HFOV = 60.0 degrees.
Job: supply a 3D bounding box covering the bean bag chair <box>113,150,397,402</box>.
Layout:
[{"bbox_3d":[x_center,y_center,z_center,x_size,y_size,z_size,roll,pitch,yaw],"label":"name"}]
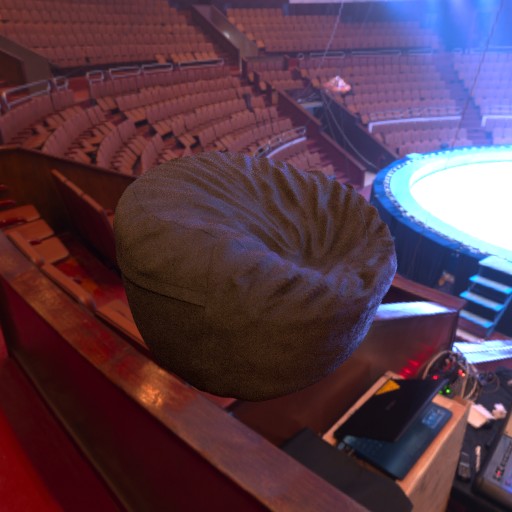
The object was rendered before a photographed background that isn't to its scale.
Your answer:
[{"bbox_3d":[0.000,0.000,2.112,1.245,0.821,1.245,0,25,0],"label":"bean bag chair"}]
